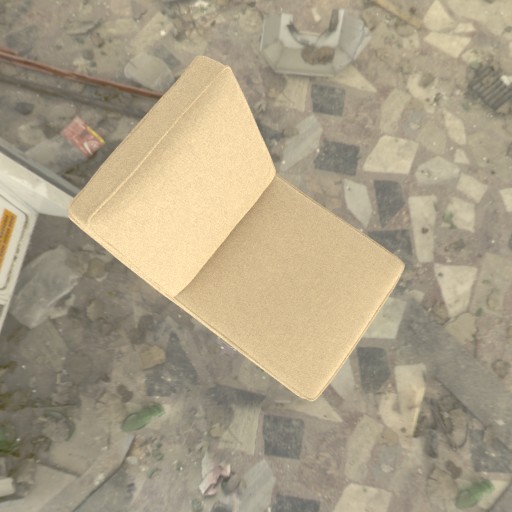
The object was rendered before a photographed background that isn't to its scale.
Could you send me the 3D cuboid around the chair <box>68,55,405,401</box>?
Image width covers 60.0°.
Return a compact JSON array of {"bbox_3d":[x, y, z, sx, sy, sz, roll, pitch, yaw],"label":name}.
[{"bbox_3d":[0.000,0.000,1.598,0.938,0.970,0.621,36,78,9],"label":"chair"}]
